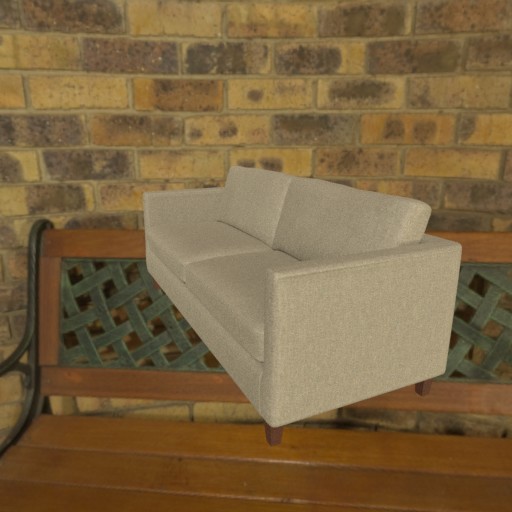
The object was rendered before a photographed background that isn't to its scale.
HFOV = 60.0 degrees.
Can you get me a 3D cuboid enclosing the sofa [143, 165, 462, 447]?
[{"bbox_3d":[0.000,0.000,2.721,0.956,0.963,2.208,-8,18,-24],"label":"sofa"}]
